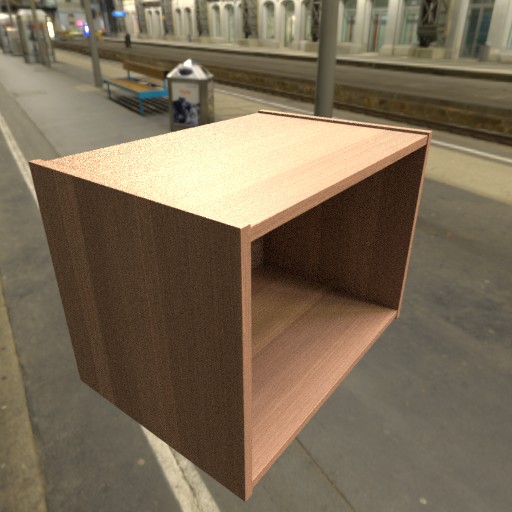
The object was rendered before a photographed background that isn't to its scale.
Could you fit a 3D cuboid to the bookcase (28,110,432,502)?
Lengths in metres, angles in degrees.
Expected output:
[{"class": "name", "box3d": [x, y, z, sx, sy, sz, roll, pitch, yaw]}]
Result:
[{"class": "bookcase", "box3d": [0.000, 0.000, 0.607, 0.290, 0.305, 0.415, 19, 33, 33]}]
